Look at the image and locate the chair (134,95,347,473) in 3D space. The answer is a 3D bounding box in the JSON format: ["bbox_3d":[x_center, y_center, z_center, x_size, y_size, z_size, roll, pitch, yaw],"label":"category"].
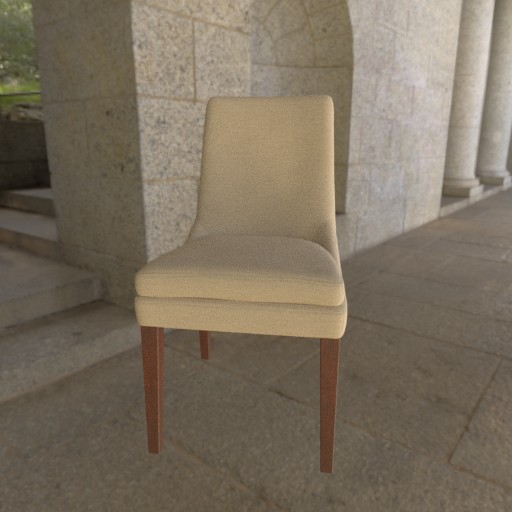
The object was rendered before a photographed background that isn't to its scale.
[{"bbox_3d":[0.000,0.000,1.307,0.515,0.940,0.638,2,15,9],"label":"chair"}]
